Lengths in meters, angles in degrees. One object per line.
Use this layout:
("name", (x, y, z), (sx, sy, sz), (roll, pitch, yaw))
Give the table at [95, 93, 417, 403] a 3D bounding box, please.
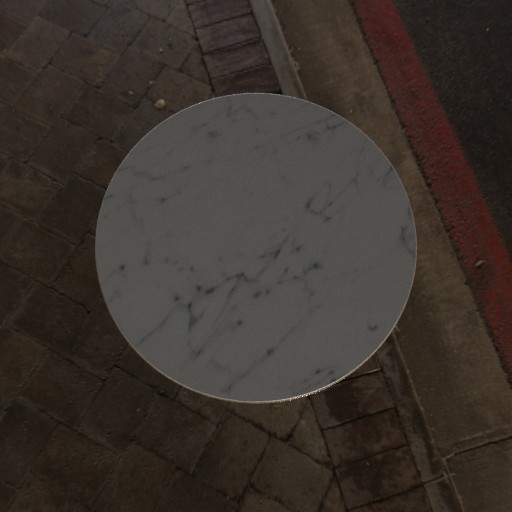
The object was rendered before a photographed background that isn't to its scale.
("table", (0.000, 0.000, 1.316), (0.800, 0.450, 0.800), (0, 76, 0))
